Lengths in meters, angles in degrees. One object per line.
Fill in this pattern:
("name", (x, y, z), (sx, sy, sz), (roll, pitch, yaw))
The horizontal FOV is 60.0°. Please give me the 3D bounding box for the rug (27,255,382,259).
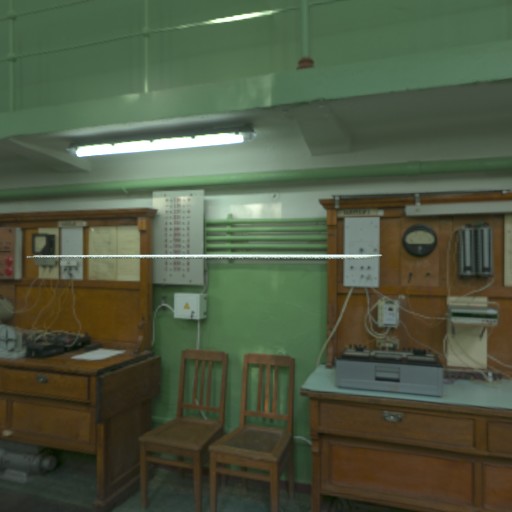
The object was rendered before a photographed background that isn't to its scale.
("rug", (0.000, 0.000, 2.871), (1.514, 0.011, 2.233), (0, 0, 17))
